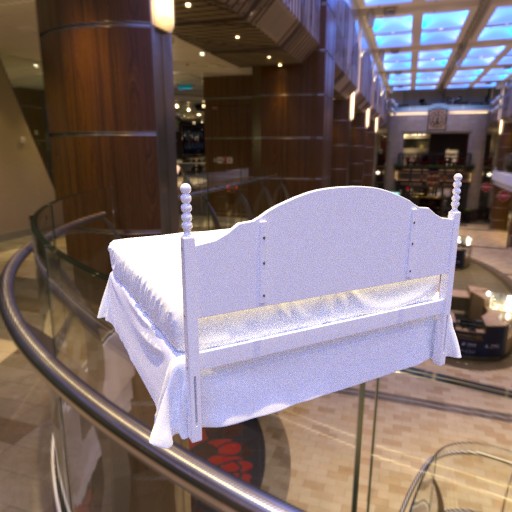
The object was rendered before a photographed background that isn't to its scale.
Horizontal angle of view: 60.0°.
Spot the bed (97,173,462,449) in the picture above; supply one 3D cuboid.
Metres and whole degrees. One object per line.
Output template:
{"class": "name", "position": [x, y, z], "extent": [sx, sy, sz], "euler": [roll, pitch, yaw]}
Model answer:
{"class": "bed", "position": [0.000, 0.000, 3.554], "extent": [2.322, 1.355, 2.219], "euler": [-7, 15, -27]}
